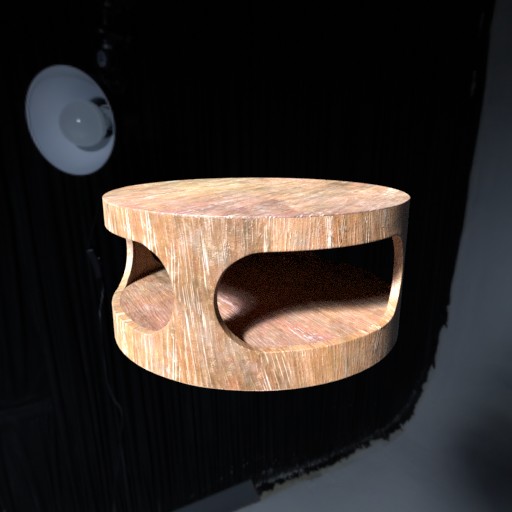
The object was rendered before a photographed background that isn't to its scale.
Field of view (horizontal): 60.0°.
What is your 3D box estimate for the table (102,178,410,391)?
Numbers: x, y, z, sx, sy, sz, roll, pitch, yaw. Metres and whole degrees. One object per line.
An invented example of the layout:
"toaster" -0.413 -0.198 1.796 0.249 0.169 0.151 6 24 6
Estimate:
"table" 0.000 0.000 1.540 0.974 0.450 0.974 0 15 0
